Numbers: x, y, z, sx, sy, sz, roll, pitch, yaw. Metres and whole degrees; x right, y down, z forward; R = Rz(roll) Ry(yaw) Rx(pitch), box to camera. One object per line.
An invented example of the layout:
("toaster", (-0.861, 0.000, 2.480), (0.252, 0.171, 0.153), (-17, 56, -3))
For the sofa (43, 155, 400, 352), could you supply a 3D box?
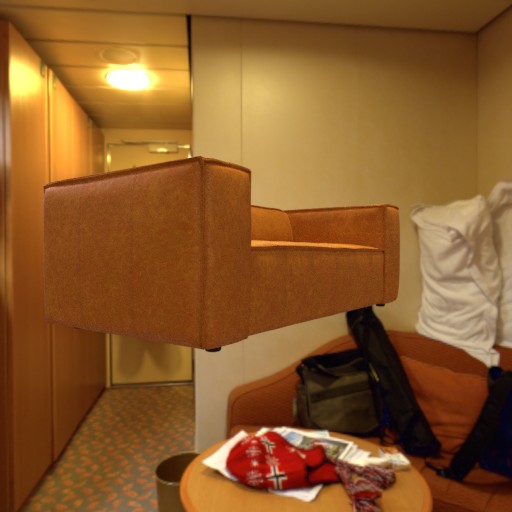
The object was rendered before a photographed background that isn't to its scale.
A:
("sofa", (0.000, 0.000, 2.618), (1.102, 0.703, 2.088), (0, 0, 36))
